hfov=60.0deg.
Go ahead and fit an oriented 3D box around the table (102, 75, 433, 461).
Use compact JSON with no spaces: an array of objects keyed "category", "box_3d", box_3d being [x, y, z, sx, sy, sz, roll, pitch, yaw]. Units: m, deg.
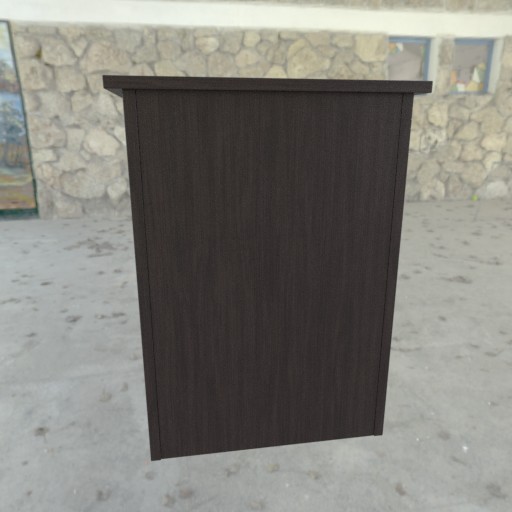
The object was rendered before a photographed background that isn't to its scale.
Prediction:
[{"category":"table","box_3d":[0.000,0.000,0.900,0.480,0.635,0.381,-3,16,-9]}]
